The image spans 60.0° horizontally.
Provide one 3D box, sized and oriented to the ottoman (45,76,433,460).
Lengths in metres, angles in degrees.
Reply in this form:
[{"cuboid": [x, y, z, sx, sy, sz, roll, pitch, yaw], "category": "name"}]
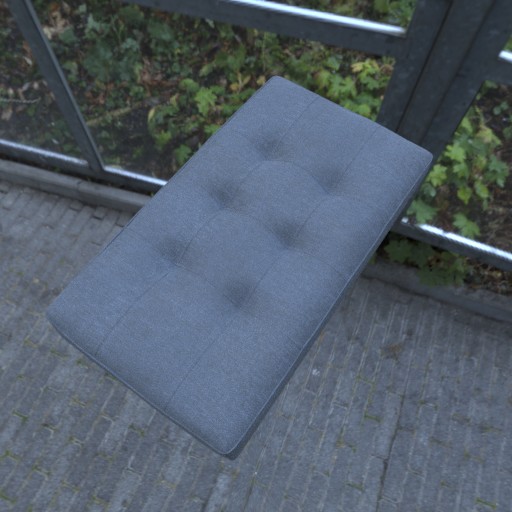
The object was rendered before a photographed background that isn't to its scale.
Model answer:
[{"cuboid": [0.000, 0.000, 1.493, 0.648, 0.514, 1.143, 33, 68, 15], "category": "ottoman"}]
